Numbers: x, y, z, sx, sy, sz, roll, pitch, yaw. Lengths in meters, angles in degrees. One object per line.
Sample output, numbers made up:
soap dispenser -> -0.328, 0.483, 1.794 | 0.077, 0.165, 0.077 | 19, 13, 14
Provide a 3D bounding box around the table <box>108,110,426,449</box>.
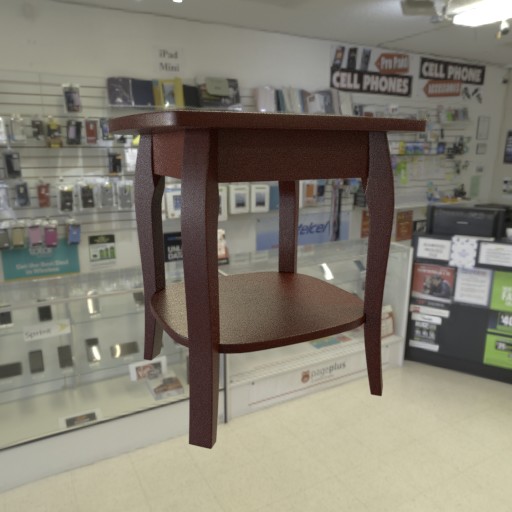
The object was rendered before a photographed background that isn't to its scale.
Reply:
table -> 0.000, 0.000, 0.859 | 0.502, 0.496, 0.433 | -7, 15, -25
